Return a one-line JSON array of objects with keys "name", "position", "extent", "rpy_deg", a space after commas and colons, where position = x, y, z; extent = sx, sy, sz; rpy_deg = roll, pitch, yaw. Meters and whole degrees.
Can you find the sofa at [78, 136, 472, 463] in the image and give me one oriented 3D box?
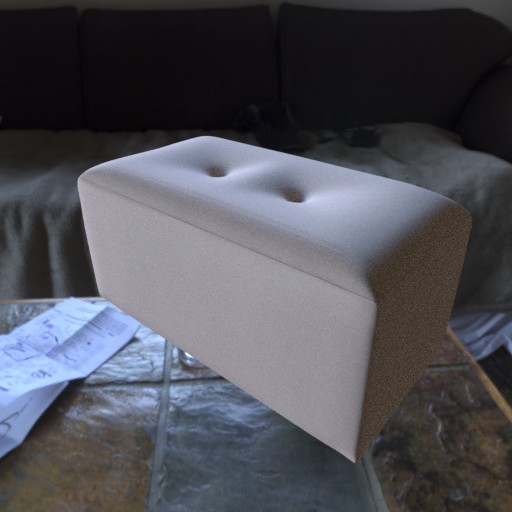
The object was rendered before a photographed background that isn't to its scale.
[{"name": "sofa", "position": [0.000, 0.000, 1.195], "extent": [0.930, 0.470, 0.480], "rpy_deg": [23, 37, 34]}]
